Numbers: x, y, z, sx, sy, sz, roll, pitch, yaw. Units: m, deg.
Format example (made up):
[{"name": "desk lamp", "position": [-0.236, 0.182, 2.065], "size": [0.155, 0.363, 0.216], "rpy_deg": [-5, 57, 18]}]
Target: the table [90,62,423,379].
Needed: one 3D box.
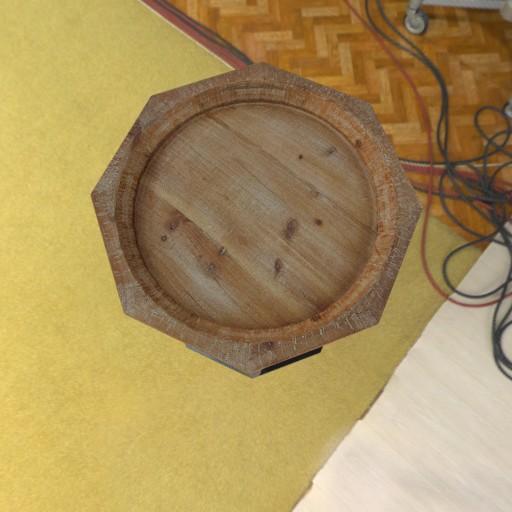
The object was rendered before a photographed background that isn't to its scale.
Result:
[{"name": "table", "position": [0.000, 0.000, 0.869], "size": [0.458, 0.543, 0.458], "rpy_deg": [2, 74, 1]}]
